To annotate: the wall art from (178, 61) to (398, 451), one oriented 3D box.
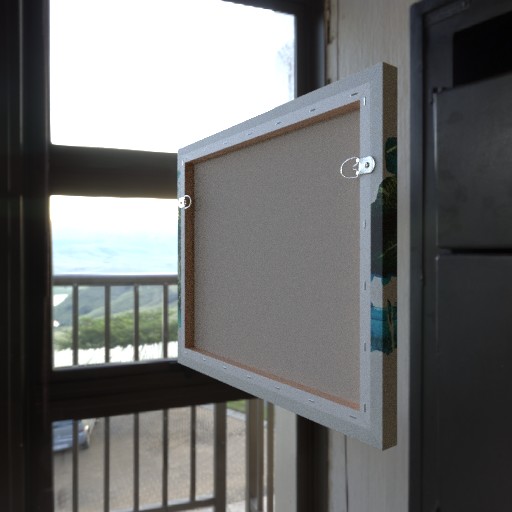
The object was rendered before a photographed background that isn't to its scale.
[{"bbox_3d":[0.000,0.000,0.988,0.043,0.610,0.711,0,0,-36],"label":"wall art"}]
